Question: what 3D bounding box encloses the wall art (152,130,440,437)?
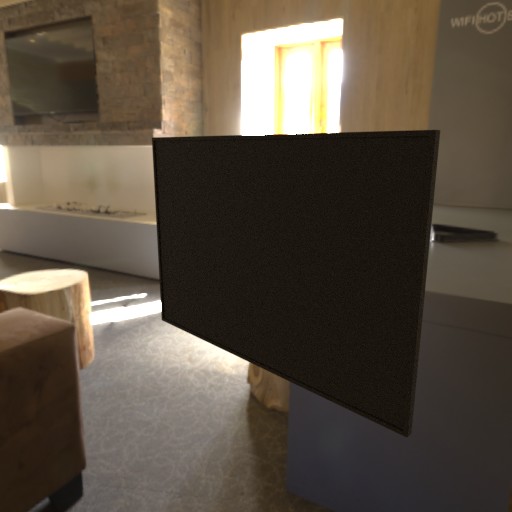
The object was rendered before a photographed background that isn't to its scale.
[{"bbox_3d":[0.000,0.000,1.525,0.028,0.805,1.190,-13,19,-43],"label":"wall art"}]
